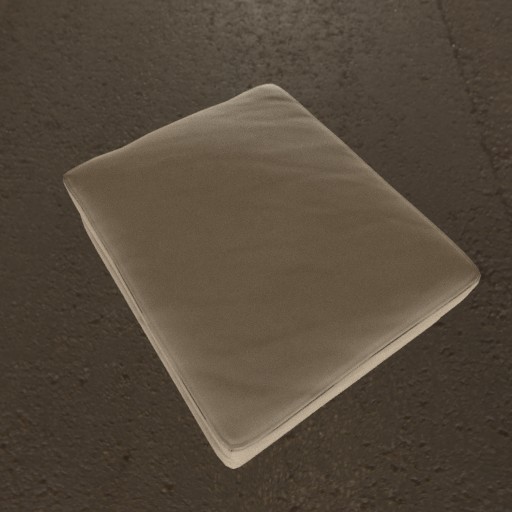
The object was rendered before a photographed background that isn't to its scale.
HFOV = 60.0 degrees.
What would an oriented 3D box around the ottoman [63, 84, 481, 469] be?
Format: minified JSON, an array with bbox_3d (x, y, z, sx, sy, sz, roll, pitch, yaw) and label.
[{"bbox_3d":[0.000,0.000,1.440,0.836,0.492,1.002,-30,63,-17],"label":"ottoman"}]
